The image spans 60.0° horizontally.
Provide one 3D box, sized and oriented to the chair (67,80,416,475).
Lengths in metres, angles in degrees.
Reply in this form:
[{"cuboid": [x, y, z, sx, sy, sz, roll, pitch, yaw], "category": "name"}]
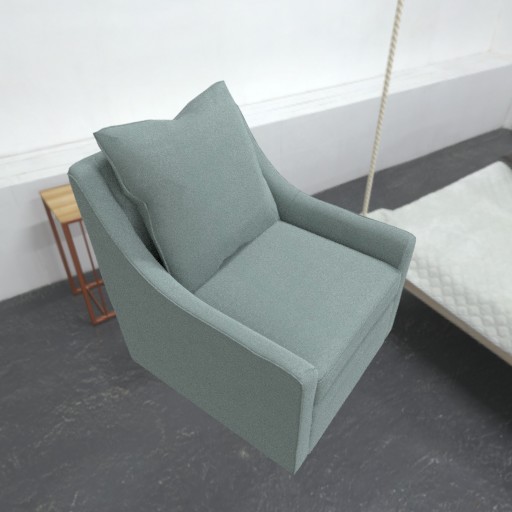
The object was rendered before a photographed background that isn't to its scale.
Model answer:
[{"cuboid": [0.000, 0.000, 1.544, 0.870, 0.926, 0.760, 25, 45, 28], "category": "chair"}]
